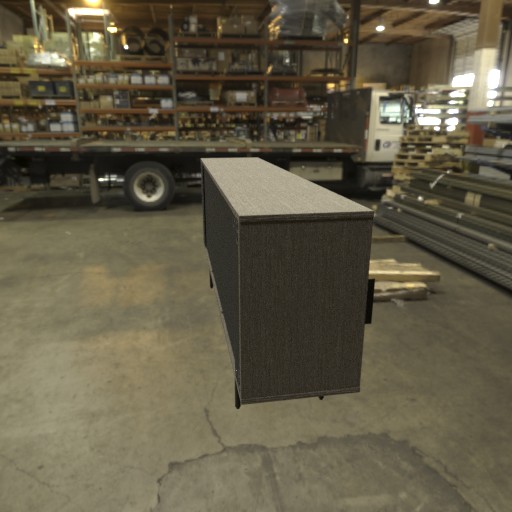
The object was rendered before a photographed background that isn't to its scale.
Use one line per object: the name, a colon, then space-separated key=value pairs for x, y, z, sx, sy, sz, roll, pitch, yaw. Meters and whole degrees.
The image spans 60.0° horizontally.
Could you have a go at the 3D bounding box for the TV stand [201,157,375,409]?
TV stand: x=0.000 y=0.000 z=2.147 sx=0.405 sy=0.787 sz=1.804 roll=-3 pitch=17 yaw=-9
